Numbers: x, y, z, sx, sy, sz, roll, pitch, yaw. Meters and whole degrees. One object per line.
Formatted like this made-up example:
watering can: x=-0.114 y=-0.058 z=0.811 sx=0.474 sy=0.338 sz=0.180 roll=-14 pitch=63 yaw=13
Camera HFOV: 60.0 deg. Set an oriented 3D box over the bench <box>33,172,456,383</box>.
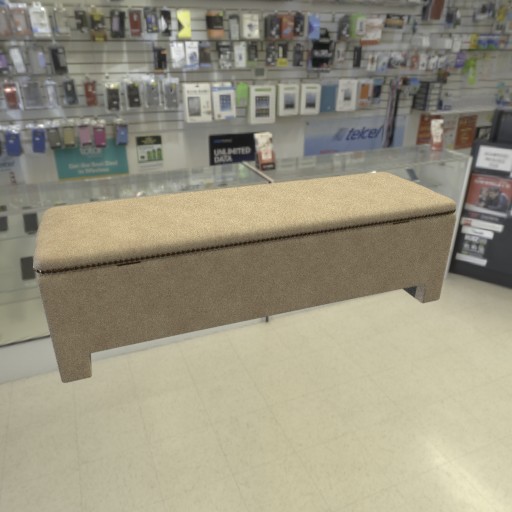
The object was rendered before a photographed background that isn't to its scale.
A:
bench: x=0.000 y=0.000 z=1.716 sx=1.482 sy=0.447 sz=0.470 roll=-9 pitch=27 yaw=-18
